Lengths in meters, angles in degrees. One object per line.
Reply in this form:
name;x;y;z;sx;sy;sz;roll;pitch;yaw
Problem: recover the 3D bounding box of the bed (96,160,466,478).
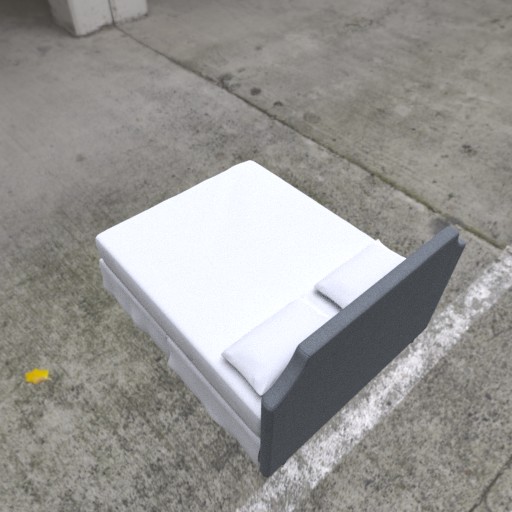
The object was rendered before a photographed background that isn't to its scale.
bed;0.000;0.000;3.432;1.811;1.296;2.259;-32;54;-27
